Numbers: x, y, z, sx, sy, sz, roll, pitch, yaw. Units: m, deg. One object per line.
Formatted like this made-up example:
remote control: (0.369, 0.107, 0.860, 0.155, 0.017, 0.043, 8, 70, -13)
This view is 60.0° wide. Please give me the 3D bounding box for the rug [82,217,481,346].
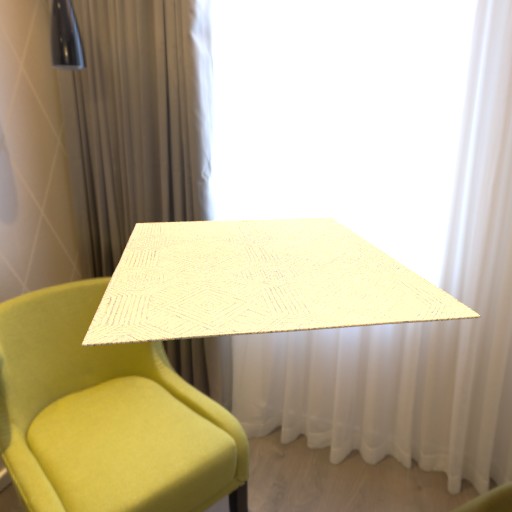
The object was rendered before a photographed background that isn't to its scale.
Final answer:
rug: (0.000, 0.000, 4.098, 2.457, 0.015, 3.049, -3, 17, -8)
